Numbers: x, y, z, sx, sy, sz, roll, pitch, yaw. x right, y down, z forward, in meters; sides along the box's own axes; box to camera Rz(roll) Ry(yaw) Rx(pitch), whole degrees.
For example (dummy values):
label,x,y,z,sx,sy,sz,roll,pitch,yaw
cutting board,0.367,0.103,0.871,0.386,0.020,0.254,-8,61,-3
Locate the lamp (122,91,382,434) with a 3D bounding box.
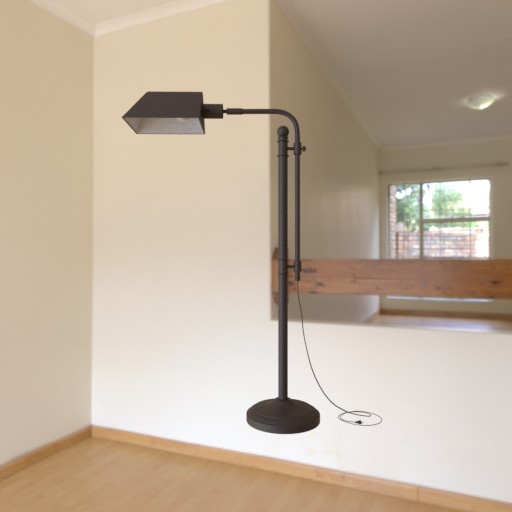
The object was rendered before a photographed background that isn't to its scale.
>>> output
label,x,y,z,sx,sy,sz,roll,pitch,yaw
lamp,0.000,0.000,0.958,0.545,0.708,0.159,0,0,-1
